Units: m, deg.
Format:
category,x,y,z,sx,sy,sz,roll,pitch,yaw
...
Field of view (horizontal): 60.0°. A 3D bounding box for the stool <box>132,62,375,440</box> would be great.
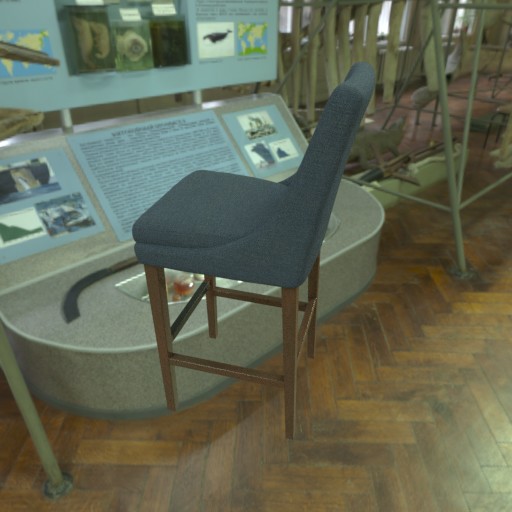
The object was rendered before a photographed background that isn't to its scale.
category,x,y,z,sx,sy,sz,roll,pitch,yaw
stool,0.000,0.000,1.365,0.577,1.078,0.470,8,31,14
